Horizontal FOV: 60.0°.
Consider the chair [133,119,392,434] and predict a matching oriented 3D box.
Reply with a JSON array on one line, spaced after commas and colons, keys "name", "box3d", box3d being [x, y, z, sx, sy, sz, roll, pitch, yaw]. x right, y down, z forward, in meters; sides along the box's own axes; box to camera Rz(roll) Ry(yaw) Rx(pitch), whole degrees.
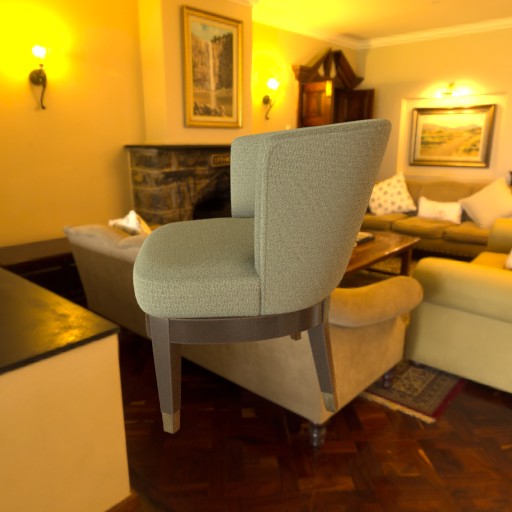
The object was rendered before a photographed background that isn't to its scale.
[{"name": "chair", "box3d": [0.000, 0.000, 1.288, 0.660, 0.760, 0.700, -2, 15, -8]}]
